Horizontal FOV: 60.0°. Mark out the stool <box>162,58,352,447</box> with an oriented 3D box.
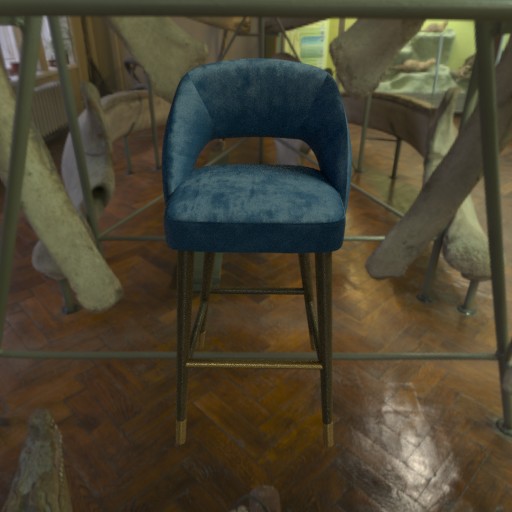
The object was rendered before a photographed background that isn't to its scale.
[{"bbox_3d":[0.000,0.000,1.296,0.514,1.016,0.515,1,29,1],"label":"stool"}]
